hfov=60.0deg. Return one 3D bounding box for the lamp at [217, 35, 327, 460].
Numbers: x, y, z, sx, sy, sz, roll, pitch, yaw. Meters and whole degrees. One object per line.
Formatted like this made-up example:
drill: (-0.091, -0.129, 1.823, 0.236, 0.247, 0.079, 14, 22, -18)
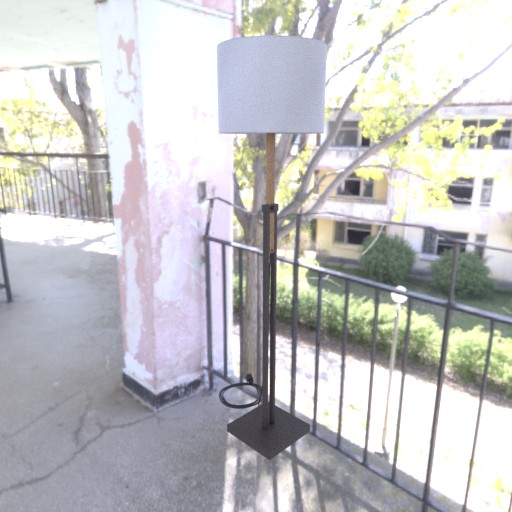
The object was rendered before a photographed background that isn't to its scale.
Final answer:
lamp: (0.000, 0.000, 1.952, 0.474, 1.650, 0.639, -14, 20, -43)
